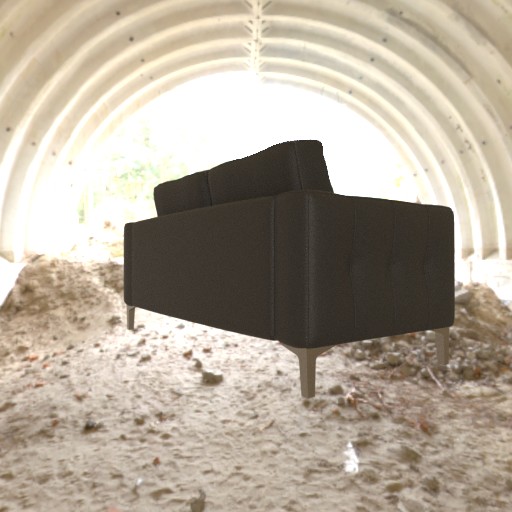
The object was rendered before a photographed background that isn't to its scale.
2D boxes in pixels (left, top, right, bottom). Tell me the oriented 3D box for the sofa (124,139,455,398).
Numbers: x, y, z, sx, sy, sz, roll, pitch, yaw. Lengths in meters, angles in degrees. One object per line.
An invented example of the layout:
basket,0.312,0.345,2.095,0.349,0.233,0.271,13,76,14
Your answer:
sofa,0.000,0.000,2.267,0.833,0.893,1.726,0,0,-35
